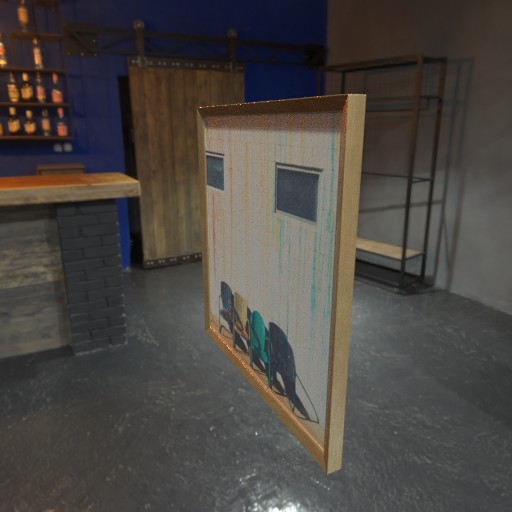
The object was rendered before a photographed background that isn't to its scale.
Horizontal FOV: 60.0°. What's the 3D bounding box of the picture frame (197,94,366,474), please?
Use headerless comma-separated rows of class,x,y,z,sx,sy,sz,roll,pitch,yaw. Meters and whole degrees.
picture frame,0.000,0.000,1.165,0.037,0.761,0.758,-8,19,-25
